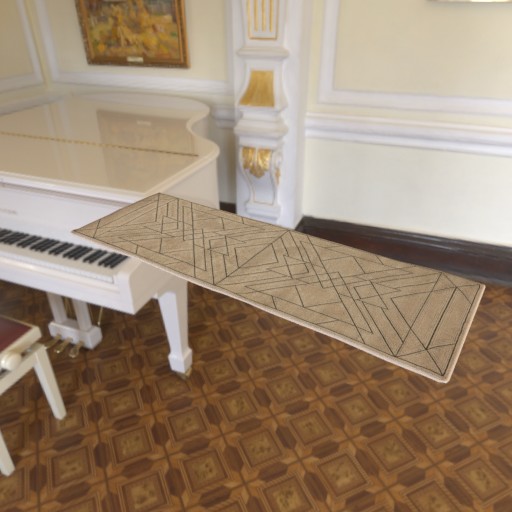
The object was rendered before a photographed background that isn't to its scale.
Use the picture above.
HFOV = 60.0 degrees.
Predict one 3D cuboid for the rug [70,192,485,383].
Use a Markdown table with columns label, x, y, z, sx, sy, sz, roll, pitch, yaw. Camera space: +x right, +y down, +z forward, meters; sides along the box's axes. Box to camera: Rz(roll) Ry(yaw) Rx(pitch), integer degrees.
| label | x | y | z | sx | sy | sz | roll | pitch | yaw |
| --- | --- | --- | --- | --- | --- | --- | --- | --- | --- |
| rug | 0.000 | 0.000 | 2.624 | 2.381 | 0.036 | 0.831 | 18 | 35 | 29 |
